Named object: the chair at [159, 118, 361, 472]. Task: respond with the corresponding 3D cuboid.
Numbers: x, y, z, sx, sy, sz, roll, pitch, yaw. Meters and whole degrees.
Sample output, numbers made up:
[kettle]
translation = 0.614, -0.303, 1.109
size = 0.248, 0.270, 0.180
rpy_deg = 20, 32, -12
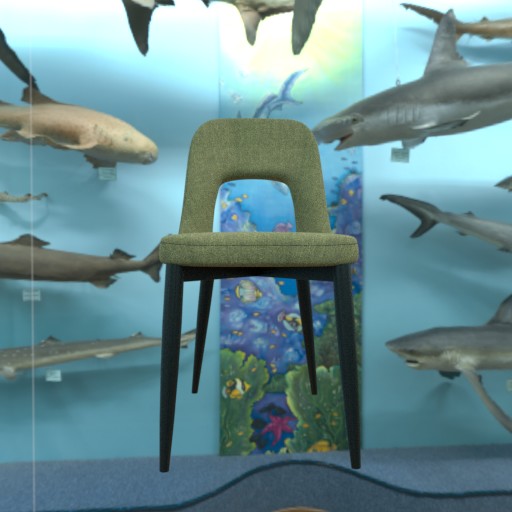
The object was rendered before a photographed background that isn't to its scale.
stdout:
[chair]
translation = 0.000, 0.000, 1.246
size = 0.470, 0.931, 0.612
rpy_deg = 0, 1, -2
